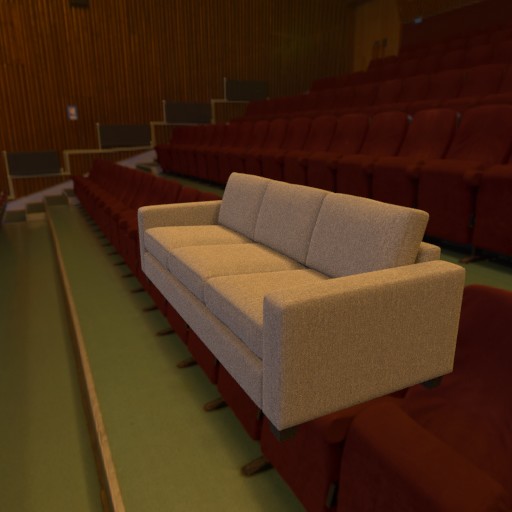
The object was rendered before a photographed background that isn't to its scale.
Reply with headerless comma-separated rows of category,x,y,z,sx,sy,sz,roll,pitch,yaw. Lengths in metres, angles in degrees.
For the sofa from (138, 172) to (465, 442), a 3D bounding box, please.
sofa,0.000,0.000,2.575,0.900,0.800,2.120,-8,18,-26
